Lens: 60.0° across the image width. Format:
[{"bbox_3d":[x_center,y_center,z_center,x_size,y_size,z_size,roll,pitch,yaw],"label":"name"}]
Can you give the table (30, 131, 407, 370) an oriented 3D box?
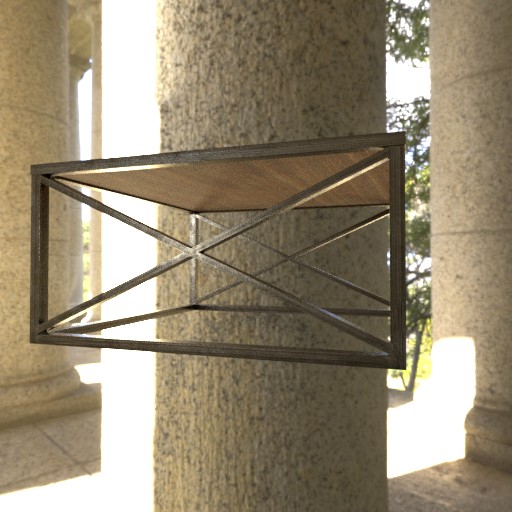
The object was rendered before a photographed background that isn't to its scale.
[{"bbox_3d":[0.000,0.000,1.404,0.899,0.451,0.909,0,-1,18],"label":"table"}]
